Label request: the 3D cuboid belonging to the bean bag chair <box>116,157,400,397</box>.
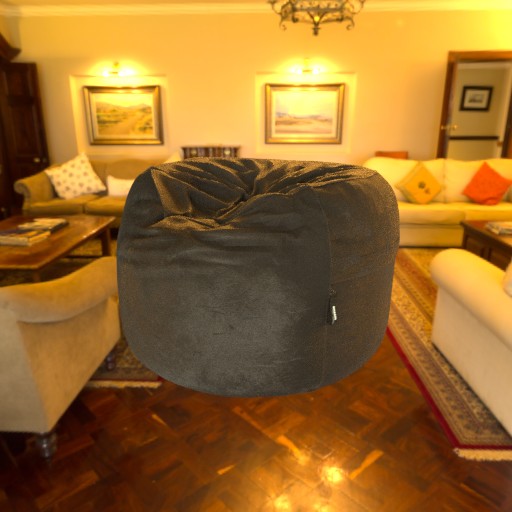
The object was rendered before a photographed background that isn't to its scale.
[{"bbox_3d":[0.000,0.000,1.499,0.918,0.605,0.918,0,17,0],"label":"bean bag chair"}]
